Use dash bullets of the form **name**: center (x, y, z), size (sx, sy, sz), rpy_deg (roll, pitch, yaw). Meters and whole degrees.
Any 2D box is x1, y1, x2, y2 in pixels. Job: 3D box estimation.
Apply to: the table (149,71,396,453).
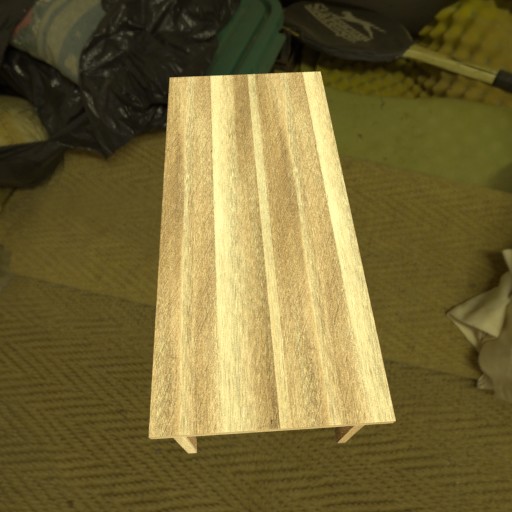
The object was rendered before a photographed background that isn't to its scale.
- **table**: center (0.000, 0.000, 1.367), size (0.493, 0.480, 1.095), rpy_deg (-3, 59, -2)
